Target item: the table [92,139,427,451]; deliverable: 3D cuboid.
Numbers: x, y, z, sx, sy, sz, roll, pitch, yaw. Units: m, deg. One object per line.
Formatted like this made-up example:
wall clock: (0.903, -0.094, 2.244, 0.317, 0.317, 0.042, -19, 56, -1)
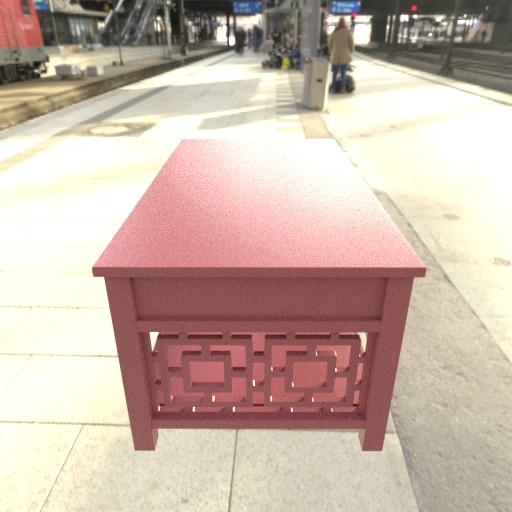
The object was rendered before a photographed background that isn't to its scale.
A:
table: (0.000, 0.000, 1.378, 0.612, 0.493, 1.068, 0, 27, 0)
